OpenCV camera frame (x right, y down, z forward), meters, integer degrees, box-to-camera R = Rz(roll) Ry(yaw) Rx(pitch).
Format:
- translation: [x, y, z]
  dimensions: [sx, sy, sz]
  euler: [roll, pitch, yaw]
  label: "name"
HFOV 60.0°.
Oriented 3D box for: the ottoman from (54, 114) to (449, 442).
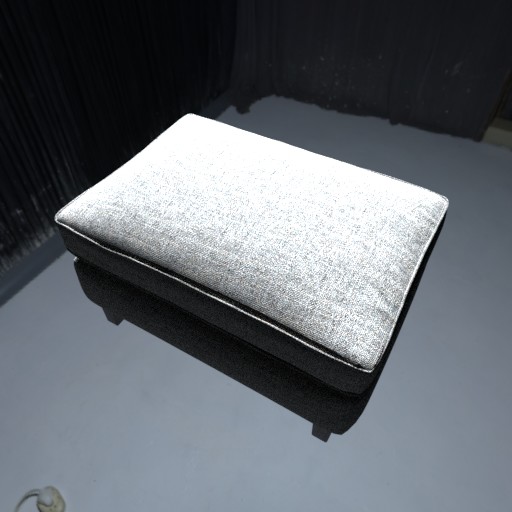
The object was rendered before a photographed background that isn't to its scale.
- translation: [0.000, 0.000, 0.999]
  dimensions: [0.686, 0.406, 0.508]
  euler: [23, 52, 20]
  label: "ottoman"
